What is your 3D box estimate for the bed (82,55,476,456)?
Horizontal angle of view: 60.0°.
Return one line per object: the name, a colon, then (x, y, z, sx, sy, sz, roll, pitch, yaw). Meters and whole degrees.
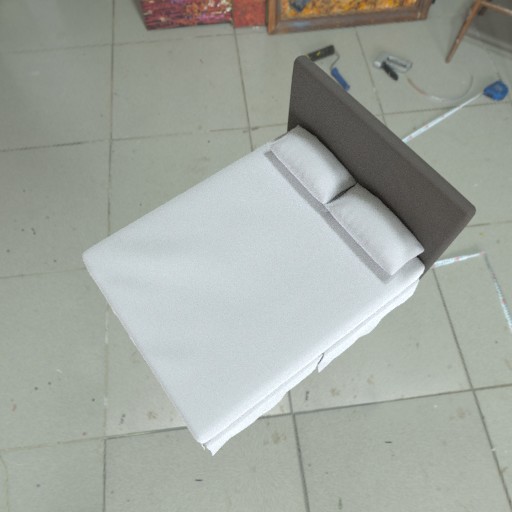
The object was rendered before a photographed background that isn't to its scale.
bed: (0.000, 0.000, 3.200, 2.142, 1.330, 1.723, -34, 69, -15)
